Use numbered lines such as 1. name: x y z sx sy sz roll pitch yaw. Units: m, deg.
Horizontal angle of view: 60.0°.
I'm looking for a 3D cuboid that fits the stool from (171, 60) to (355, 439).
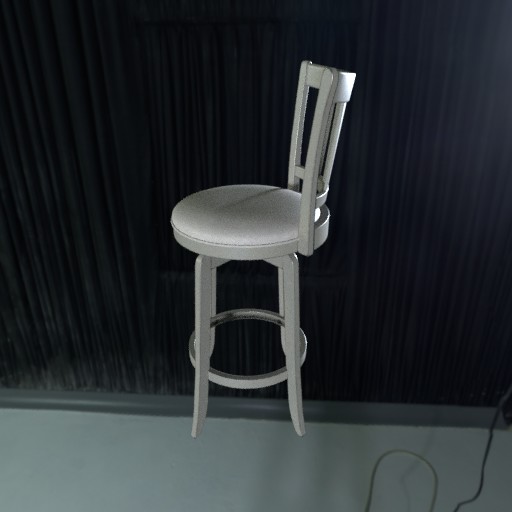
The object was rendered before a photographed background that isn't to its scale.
1. stool: 0.000 0.000 1.309 0.475 1.042 0.436 0 26 -1
